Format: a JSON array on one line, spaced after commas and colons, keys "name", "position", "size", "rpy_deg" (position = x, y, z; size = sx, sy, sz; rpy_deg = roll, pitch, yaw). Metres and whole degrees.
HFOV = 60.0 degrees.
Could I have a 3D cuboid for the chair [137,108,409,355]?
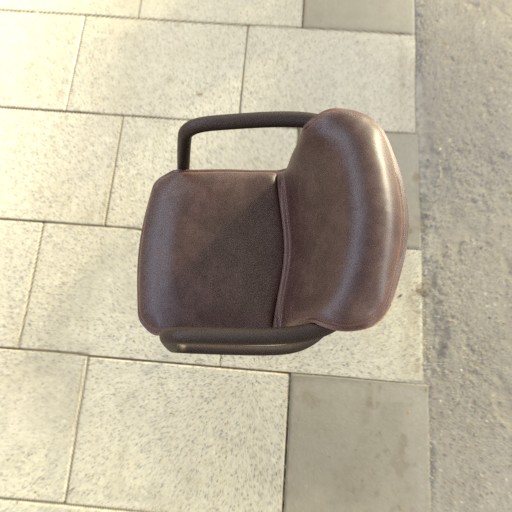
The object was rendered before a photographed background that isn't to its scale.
[{"name": "chair", "position": [0.000, 0.000, 1.267], "size": [0.664, 0.836, 0.536], "rpy_deg": [2, 76, 1]}]
